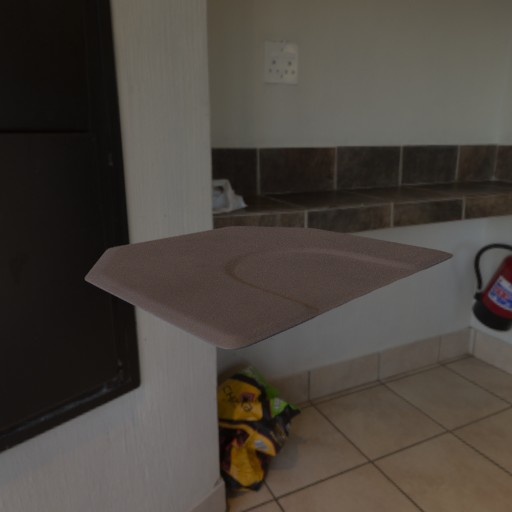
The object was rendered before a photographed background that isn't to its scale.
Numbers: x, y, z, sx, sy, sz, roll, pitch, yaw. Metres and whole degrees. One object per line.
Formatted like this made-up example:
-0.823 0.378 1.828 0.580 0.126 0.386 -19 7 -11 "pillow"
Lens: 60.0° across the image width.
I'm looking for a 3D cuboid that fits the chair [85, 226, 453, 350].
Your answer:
0.000 0.000 1.967 1.372 0.024 1.219 -14 20 -43 "chair"
